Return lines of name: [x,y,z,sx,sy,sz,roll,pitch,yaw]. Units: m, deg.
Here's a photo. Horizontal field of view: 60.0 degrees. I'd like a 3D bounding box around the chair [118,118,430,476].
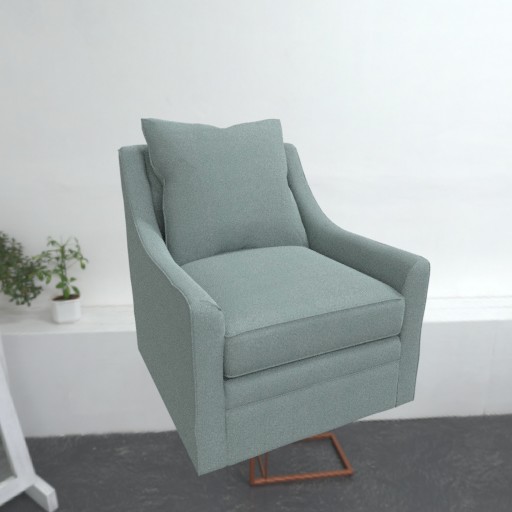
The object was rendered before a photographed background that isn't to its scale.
chair: [0.000,0.000,1.550,0.760,0.926,0.870,-8,18,-25]
